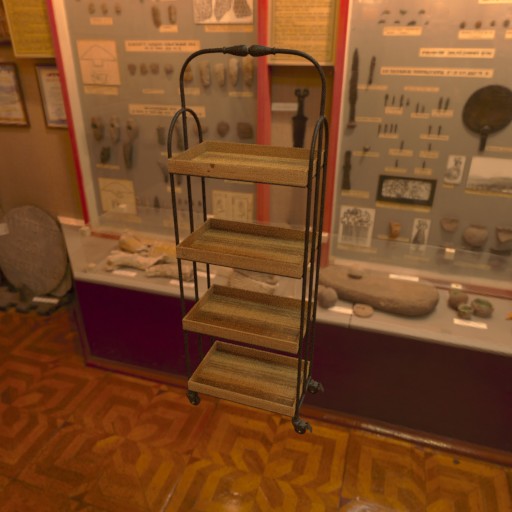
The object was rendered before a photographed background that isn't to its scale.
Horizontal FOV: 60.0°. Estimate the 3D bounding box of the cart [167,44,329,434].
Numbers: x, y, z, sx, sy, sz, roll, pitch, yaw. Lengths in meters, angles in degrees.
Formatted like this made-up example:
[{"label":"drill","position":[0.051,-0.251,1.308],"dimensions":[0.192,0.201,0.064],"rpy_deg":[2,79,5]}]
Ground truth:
[{"label":"cart","position":[0.000,0.000,1.721],"dimensions":[0.581,1.481,0.308],"rpy_deg":[9,28,17]}]
